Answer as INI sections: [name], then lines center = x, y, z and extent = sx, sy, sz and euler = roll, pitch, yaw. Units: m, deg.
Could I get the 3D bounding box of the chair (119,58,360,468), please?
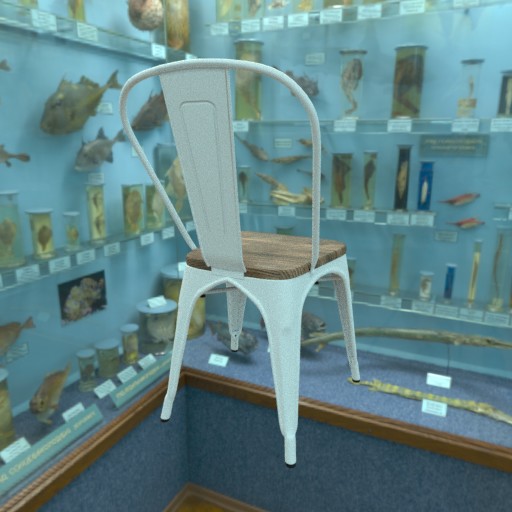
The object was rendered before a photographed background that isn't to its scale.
[chair]
center = 0.000, 0.000, 1.124
extent = 0.452, 0.851, 0.521
euler = 8, 17, 26
